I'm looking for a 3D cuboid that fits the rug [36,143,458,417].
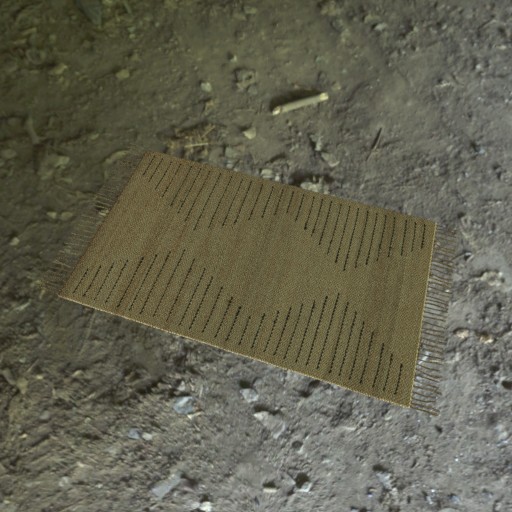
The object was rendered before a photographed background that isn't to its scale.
[{"bbox_3d":[0.000,0.000,1.983,1.718,0.017,0.905,16,61,9],"label":"rug"}]
